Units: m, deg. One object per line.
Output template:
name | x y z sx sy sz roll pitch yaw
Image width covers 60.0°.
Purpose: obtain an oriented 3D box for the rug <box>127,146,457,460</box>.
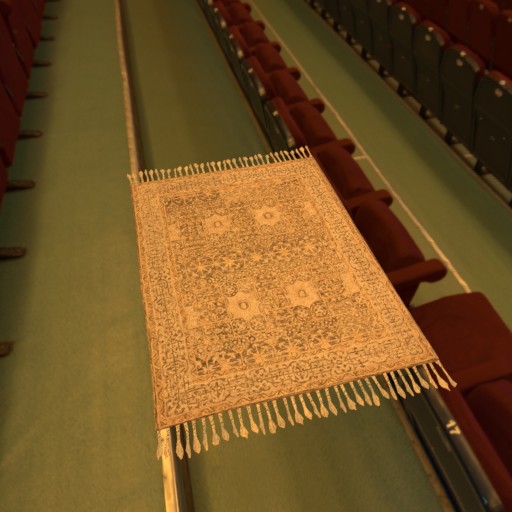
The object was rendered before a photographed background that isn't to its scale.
rug | 0.000 0.000 3.067 1.619 0.023 2.465 -11 47 -10
